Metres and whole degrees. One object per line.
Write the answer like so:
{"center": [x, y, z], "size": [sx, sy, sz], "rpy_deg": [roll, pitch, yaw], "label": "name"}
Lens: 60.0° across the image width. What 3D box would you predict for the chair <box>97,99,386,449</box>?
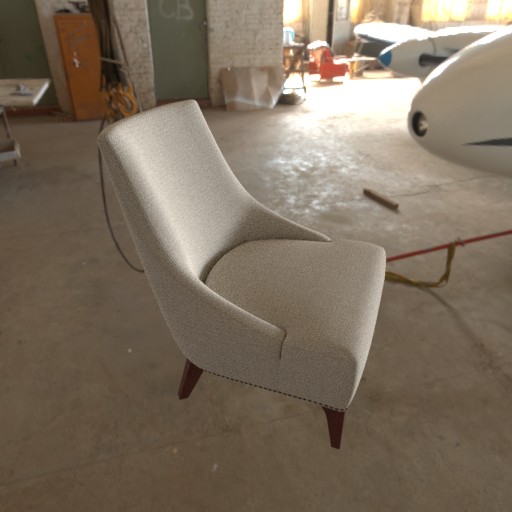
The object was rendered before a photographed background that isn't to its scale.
{"center": [0.000, 0.000, 1.535], "size": [0.861, 0.909, 0.701], "rpy_deg": [10, 31, 17], "label": "chair"}
